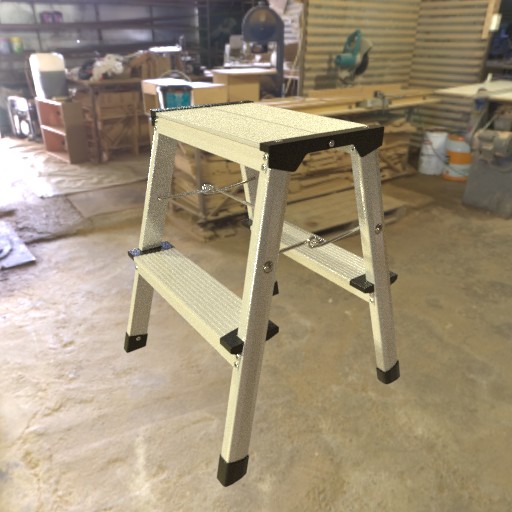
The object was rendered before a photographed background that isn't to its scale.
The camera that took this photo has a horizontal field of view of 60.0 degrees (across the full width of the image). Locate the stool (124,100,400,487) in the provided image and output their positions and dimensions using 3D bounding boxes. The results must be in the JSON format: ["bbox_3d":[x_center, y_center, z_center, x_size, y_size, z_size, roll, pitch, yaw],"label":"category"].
[{"bbox_3d":[0.000,0.000,0.791,0.405,0.480,0.404,-18,32,-32],"label":"stool"}]
